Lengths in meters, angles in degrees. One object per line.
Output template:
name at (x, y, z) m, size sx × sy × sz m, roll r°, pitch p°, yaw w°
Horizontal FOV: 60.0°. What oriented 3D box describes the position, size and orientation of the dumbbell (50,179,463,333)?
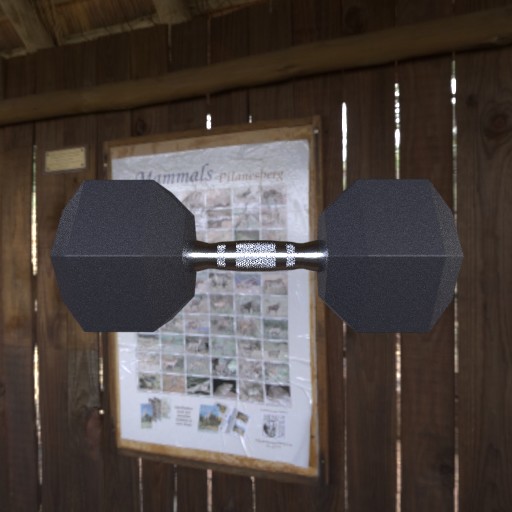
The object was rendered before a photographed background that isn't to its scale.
dumbbell at (0.000, 0.000, 0.434) m, size 0.361 × 0.137 × 0.157 m, roll 0°, pitch 0°, yaw 1°
